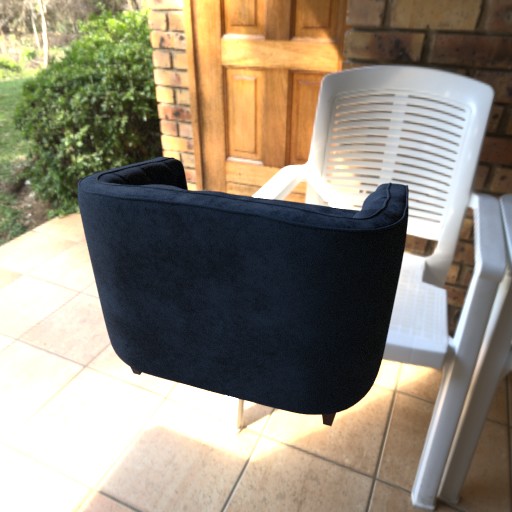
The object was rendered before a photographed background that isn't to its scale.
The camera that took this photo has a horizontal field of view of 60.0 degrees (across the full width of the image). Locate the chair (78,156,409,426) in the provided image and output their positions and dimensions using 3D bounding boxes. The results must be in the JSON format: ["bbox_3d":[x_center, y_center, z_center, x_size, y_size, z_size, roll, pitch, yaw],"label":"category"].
[{"bbox_3d":[0.000,0.000,1.772,1.094,0.852,0.940,10,33,16],"label":"chair"}]
